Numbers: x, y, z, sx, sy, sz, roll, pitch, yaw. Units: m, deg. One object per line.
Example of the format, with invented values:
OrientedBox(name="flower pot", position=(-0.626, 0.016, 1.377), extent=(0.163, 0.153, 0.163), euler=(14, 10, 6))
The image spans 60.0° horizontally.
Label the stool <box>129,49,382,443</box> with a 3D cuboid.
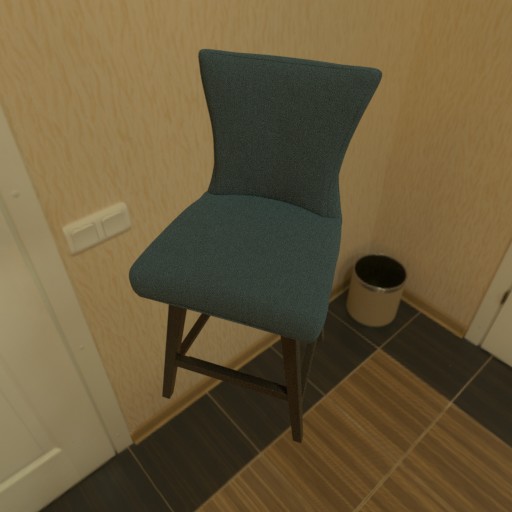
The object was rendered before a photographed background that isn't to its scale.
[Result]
OrientedBox(name="stool", position=(0.000, 0.000, 1.329), extent=(0.514, 1.000, 0.574), euler=(13, 43, 14))
